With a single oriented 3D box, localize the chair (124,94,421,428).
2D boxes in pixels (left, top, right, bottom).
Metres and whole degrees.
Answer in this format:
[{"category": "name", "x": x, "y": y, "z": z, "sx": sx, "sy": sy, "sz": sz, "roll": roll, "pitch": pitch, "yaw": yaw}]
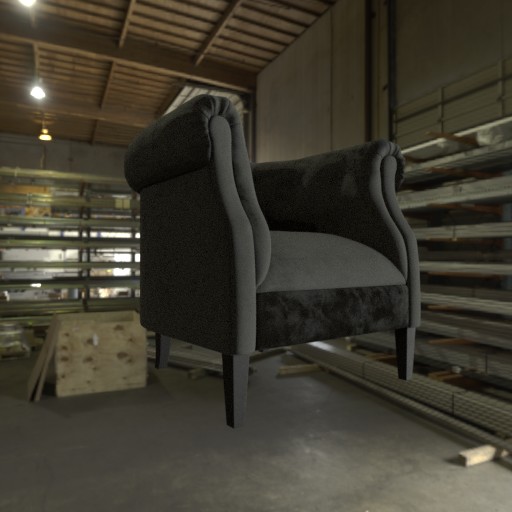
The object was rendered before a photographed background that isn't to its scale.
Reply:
[{"category": "chair", "x": 0.000, "y": 0.000, "z": 1.578, "sx": 0.904, "sy": 0.826, "sz": 0.851, "roll": 0, "pitch": -1, "yaw": -37}]
